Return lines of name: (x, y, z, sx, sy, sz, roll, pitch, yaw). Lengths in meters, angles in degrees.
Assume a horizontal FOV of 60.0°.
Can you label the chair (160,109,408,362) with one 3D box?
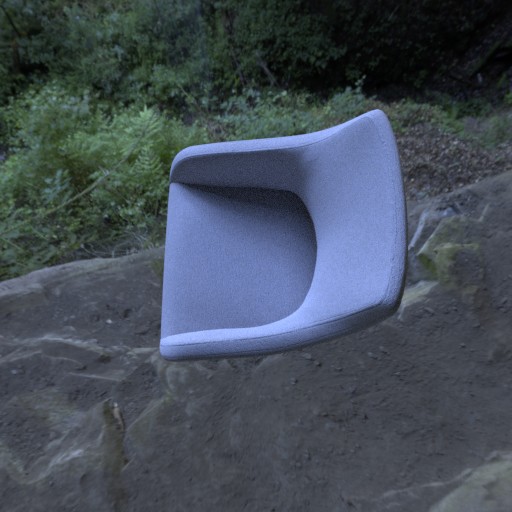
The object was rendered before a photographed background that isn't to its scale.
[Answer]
chair: (0.000, 0.000, 1.300, 0.600, 0.889, 0.609, 0, 76, 0)
